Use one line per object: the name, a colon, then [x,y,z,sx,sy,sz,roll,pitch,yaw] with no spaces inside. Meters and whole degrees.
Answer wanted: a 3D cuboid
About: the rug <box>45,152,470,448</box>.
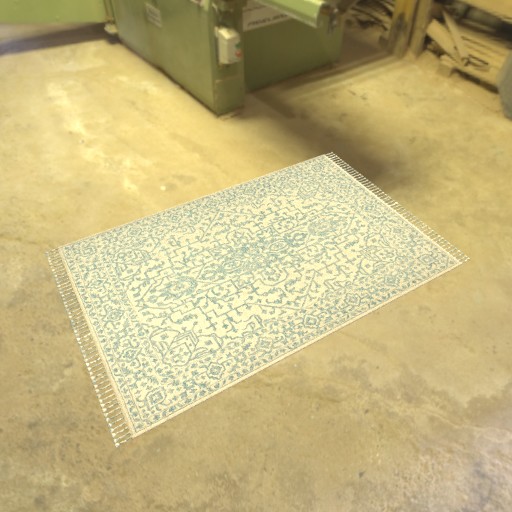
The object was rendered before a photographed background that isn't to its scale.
rug: [0.000,0.000,2.991,2.438,0.010,1.524,-23,50,-21]
